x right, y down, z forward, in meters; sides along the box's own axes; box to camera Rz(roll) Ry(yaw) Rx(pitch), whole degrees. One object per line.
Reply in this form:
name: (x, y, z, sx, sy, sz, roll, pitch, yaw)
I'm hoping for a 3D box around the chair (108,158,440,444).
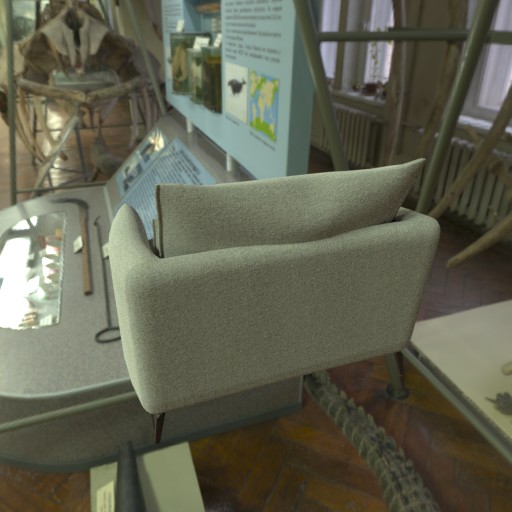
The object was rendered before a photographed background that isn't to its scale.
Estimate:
chair: (0.000, 0.000, 1.635, 1.029, 0.856, 0.801, -9, 29, -18)
